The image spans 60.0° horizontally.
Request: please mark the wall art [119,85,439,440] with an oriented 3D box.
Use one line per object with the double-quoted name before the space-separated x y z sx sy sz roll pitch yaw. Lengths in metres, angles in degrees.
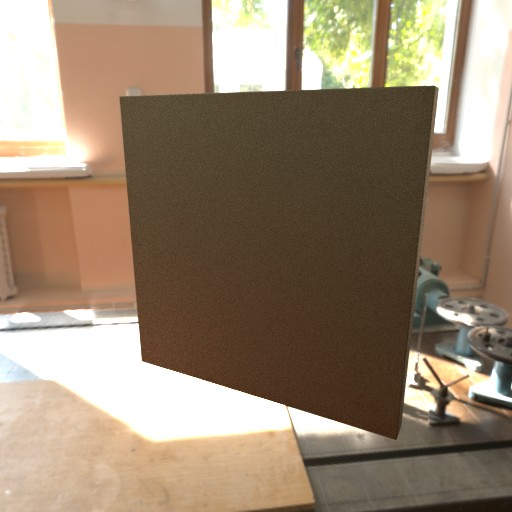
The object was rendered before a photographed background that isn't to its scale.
"wall art" 0.000 0.000 0.730 0.503 0.506 0.040 9 19 26
